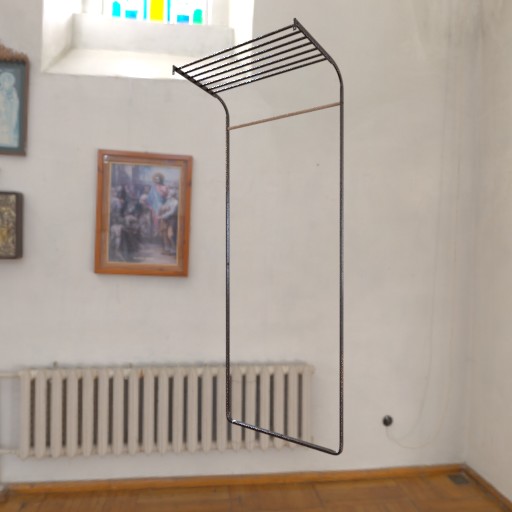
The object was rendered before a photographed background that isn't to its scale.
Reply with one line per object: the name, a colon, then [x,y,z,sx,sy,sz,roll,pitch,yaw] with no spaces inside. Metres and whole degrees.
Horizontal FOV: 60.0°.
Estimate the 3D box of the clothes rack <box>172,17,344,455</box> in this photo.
clothes rack: [0.000,0.000,1.787,0.609,1.574,0.349,0,0,38]
